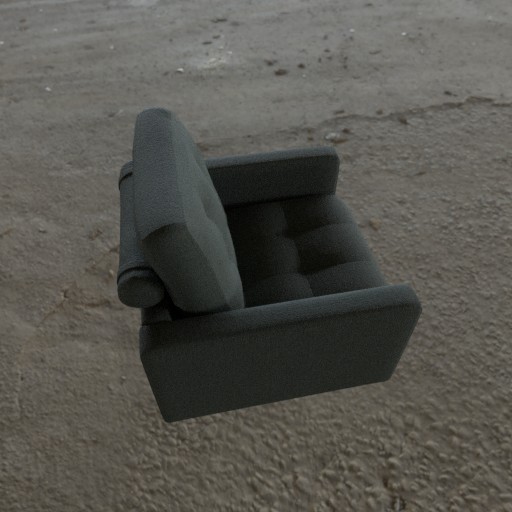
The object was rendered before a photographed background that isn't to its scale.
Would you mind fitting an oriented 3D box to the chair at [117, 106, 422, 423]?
[{"bbox_3d":[0.000,0.000,1.534,0.843,0.880,0.821,-8,48,-8],"label":"chair"}]
